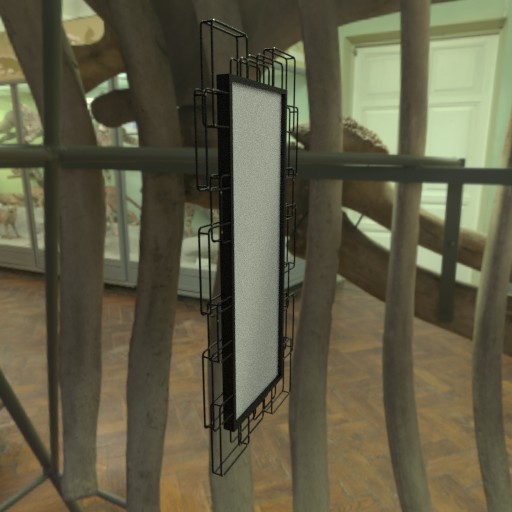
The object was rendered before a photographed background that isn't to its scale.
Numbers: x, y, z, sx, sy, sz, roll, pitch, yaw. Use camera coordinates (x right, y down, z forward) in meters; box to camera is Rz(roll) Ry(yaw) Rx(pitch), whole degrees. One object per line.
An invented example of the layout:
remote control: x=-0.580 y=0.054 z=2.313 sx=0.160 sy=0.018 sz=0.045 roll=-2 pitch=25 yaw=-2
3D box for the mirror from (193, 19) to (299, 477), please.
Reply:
mirror: x=0.000 y=0.000 z=1.339 sx=0.037 sy=1.192 sz=0.565 roll=7 pitch=15 yaw=26
